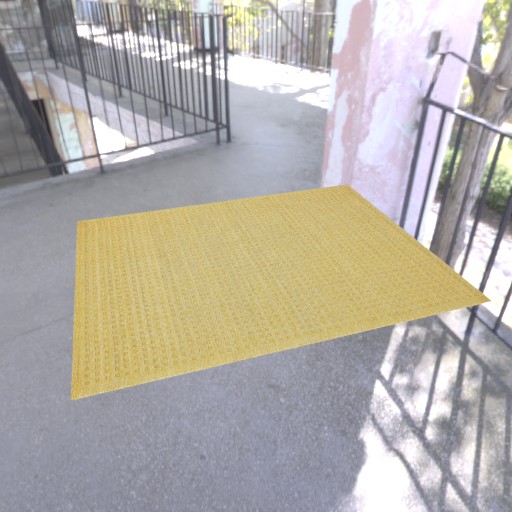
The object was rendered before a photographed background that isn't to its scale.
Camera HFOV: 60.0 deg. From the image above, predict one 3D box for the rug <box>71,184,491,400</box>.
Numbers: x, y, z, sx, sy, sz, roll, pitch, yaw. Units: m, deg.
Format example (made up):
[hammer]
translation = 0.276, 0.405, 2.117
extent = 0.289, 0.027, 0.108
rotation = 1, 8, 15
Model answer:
[rug]
translation = 0.000, 0.000, 4.202
extent = 3.242, 0.015, 2.486
rotation = -10, 34, -15
